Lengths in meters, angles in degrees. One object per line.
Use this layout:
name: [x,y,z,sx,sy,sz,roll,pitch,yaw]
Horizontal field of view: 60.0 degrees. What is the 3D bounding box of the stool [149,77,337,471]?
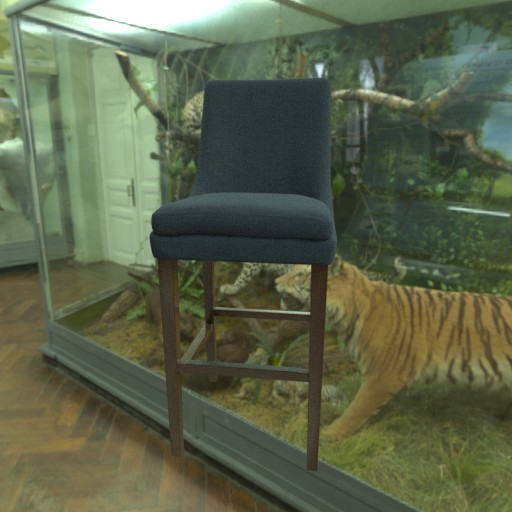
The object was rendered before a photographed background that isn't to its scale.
stool: [0.000,0.000,1.359,0.470,1.078,0.577,2,15,8]
